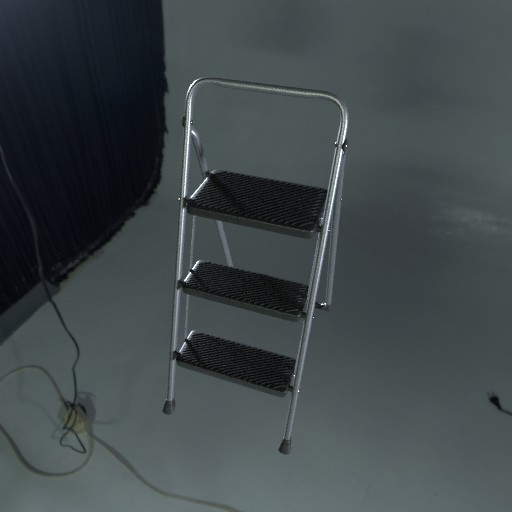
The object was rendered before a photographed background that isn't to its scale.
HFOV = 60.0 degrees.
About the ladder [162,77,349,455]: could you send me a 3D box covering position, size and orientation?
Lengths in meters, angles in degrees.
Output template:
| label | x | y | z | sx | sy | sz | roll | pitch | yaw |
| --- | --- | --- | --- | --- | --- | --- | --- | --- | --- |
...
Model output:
| label | x | y | z | sx | sy | sz | roll | pitch | yaw |
| --- | --- | --- | --- | --- | --- | --- | --- | --- | --- |
| ladder | 0.000 | 0.000 | 1.294 | 0.430 | 0.945 | 0.629 | 13 | 42 | 15 |
